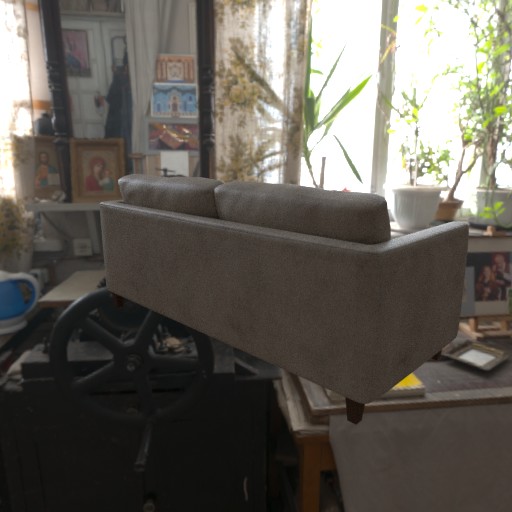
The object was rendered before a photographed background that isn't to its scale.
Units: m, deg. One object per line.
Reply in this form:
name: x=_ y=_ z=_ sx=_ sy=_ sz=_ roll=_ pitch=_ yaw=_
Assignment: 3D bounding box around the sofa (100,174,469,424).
sofa: x=0.000 y=0.000 z=2.743 sx=2.208 sy=0.965 sz=0.951 roll=13 pitch=19 yaw=43
